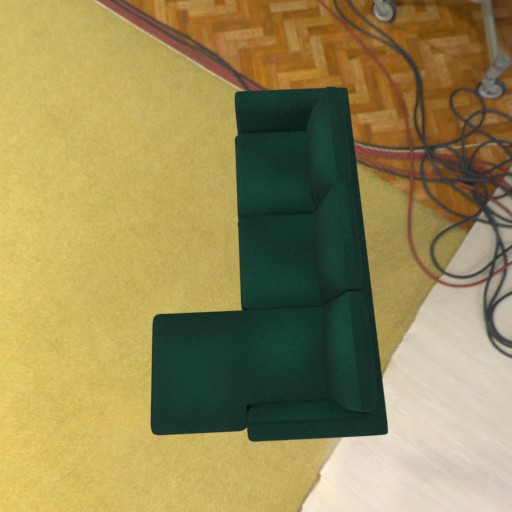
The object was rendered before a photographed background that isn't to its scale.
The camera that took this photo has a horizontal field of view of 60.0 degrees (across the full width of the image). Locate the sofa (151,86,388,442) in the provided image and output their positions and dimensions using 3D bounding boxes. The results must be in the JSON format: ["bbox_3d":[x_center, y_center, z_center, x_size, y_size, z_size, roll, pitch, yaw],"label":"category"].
[{"bbox_3d":[0.000,0.000,3.205,1.489,1.007,2.441,-3,74,-1],"label":"sofa"}]
